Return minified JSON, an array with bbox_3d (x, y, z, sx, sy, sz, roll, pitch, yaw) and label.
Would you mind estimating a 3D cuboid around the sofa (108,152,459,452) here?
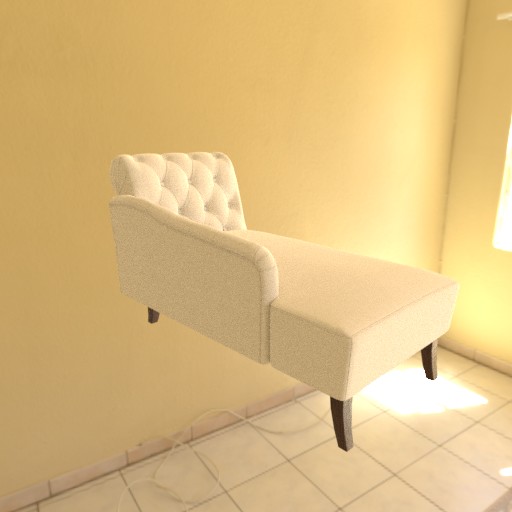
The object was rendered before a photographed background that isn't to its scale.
[{"bbox_3d":[0.000,0.000,1.797,0.675,0.787,1.379,-14,20,-42],"label":"sofa"}]
